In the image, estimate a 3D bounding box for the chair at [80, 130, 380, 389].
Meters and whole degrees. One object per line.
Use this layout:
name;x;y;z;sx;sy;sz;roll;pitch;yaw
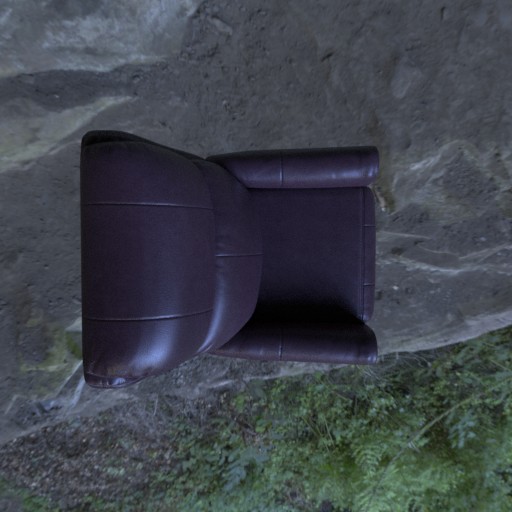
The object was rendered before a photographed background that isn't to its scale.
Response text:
chair;0.000;0.000;1.718;1.014;1.054;0.838;0;92;-1
